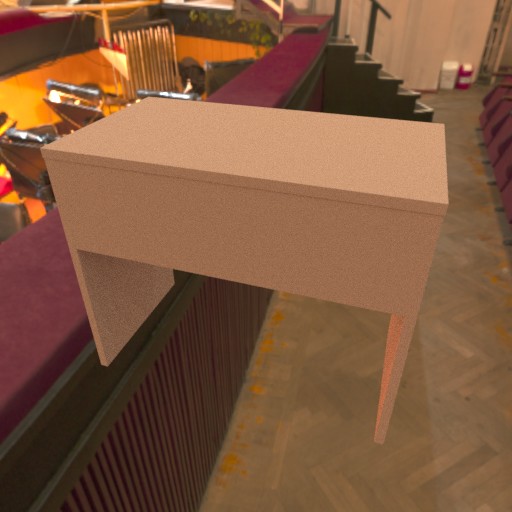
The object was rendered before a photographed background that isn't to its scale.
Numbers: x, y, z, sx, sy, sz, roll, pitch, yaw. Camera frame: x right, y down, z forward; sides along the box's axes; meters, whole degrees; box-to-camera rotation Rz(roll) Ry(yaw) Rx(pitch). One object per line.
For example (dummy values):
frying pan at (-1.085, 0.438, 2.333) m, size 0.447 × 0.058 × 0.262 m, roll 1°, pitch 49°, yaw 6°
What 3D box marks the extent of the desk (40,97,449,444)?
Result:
desk at (0.000, 0.000, 1.316) m, size 0.900 × 0.729 × 0.498 m, roll 11°, pitch 35°, yaw 15°
